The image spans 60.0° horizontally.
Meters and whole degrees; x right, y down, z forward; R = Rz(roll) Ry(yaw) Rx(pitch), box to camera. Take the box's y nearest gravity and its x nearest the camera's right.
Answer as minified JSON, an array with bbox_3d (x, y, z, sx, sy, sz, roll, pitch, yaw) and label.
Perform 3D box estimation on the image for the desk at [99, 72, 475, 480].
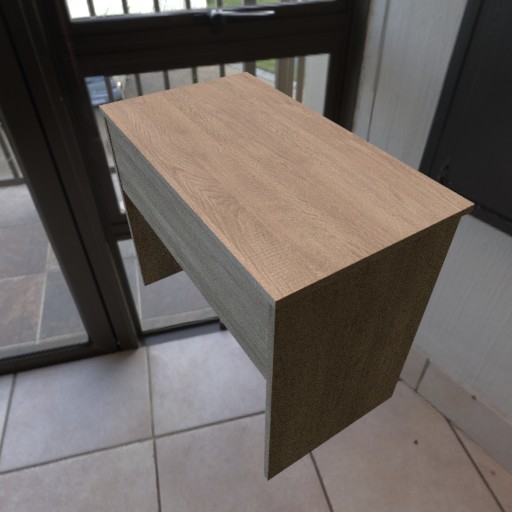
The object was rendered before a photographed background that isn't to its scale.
[{"bbox_3d":[0.000,0.000,1.333,0.498,0.724,0.893,-23,47,-24],"label":"desk"}]
